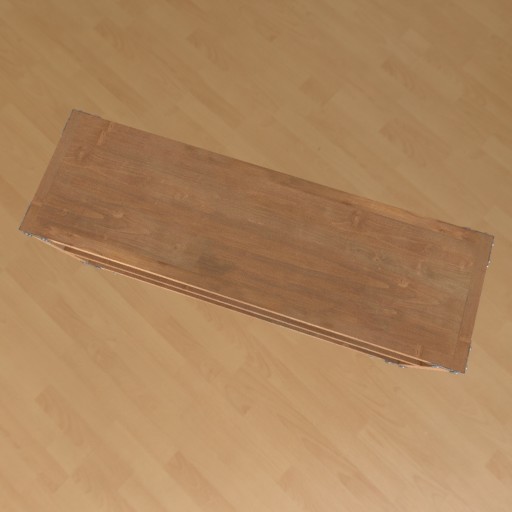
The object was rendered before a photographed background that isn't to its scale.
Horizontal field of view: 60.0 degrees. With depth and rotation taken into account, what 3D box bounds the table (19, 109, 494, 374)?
[{"bbox_3d":[0.000,0.000,1.783,1.487,0.711,0.467,18,78,4],"label":"table"}]
